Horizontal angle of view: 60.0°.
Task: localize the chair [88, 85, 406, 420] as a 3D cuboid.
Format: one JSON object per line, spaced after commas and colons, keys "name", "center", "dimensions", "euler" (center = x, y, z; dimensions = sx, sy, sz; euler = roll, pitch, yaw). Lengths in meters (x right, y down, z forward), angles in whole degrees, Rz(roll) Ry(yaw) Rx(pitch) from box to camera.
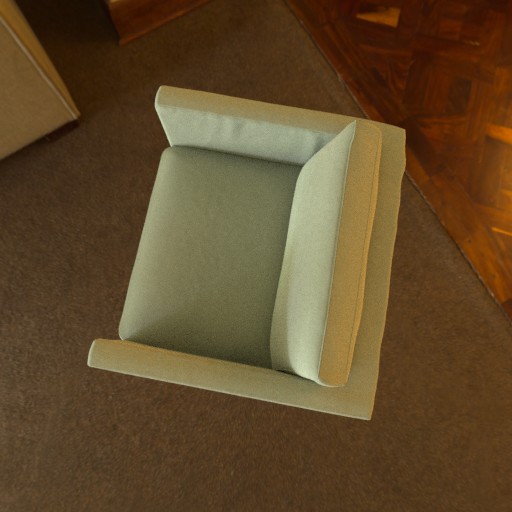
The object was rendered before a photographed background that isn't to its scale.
{"name": "chair", "center": [0.000, 0.000, 1.759], "dimensions": [0.949, 0.863, 1.057], "euler": [10, 78, 2]}
